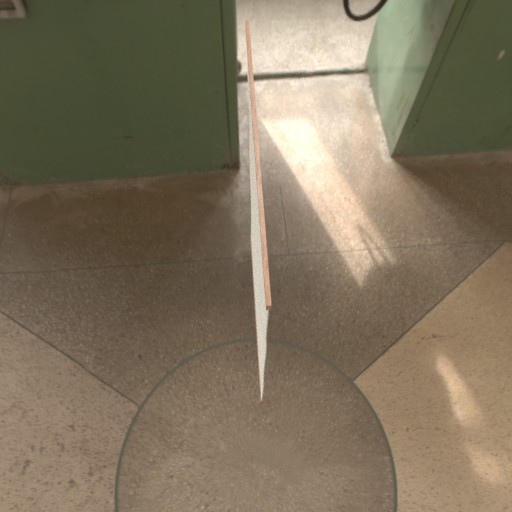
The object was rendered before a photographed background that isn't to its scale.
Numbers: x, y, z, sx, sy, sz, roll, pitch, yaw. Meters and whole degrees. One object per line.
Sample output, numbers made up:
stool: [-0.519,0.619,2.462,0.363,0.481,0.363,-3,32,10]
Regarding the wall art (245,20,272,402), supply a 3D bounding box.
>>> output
wall art: [0.000,0.000,1.948,0.019,1.527,1.019,-3,64,-2]
